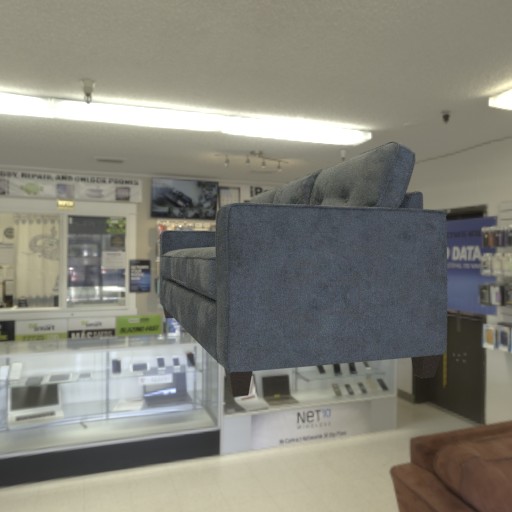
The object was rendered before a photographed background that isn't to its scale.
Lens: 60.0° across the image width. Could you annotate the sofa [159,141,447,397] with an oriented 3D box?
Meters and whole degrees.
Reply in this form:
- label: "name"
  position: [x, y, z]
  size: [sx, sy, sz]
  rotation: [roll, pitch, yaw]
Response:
- label: "sofa"
  position: [0.000, 0.000, 2.613]
  size: [0.939, 0.965, 2.133]
  rotation: [0, 0, -18]
